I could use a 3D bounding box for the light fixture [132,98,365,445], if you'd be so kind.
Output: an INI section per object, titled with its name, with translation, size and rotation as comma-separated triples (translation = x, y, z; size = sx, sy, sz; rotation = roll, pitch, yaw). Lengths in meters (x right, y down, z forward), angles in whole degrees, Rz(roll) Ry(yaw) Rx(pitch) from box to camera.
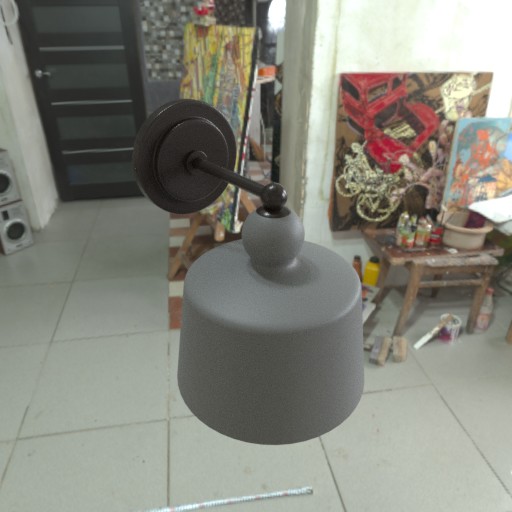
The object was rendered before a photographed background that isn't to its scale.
[light fixture]
translation = 0.000, 0.000, 0.445
size = 0.204, 0.268, 0.254
rotation = -22, 36, -33
